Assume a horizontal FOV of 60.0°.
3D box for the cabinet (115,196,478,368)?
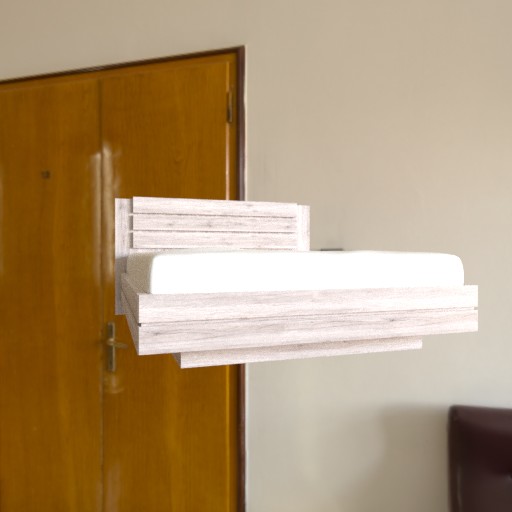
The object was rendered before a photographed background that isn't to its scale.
[{"bbox_3d":[0.000,0.000,2.948,1.750,0.970,2.080,0,0,-19],"label":"cabinet"}]
